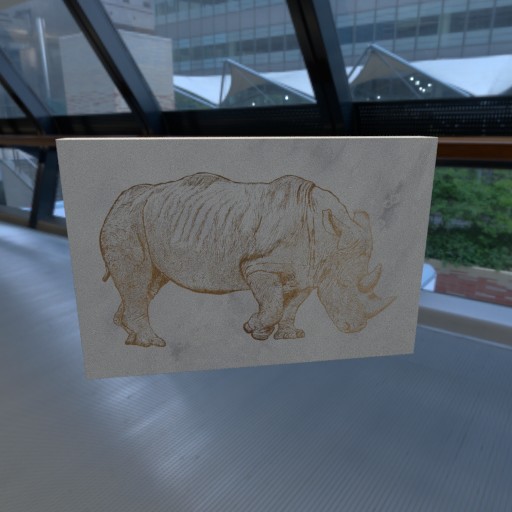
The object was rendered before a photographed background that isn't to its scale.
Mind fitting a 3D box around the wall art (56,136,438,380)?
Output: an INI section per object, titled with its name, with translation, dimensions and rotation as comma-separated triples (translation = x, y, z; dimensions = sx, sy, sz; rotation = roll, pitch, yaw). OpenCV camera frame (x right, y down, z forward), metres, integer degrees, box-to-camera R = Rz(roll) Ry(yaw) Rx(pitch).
[wall art]
translation = 0.000, 0.000, 0.492
dimensions = 0.381, 0.254, 0.038
rotation = -3, 17, -8
